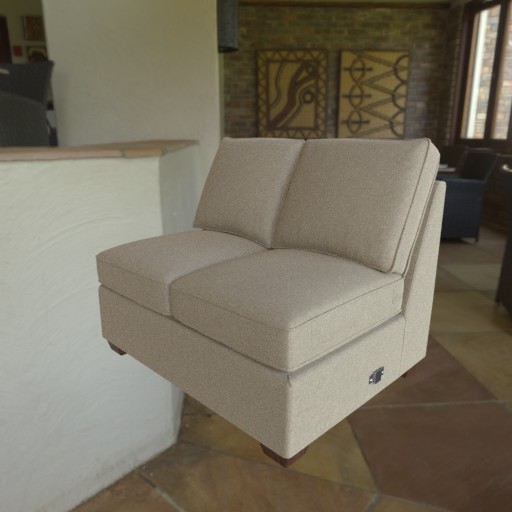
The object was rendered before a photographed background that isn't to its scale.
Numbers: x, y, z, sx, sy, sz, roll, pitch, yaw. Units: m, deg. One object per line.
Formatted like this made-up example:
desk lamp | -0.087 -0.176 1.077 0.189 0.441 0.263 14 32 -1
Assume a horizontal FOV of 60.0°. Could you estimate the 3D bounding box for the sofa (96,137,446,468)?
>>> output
sofa | 0.000 0.000 1.954 0.951 1.008 1.237 -15 21 -43
